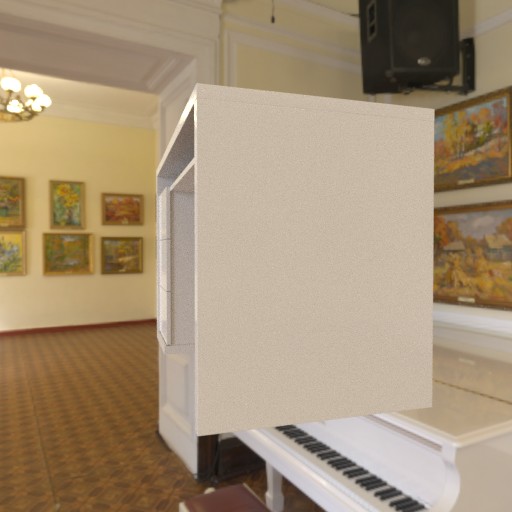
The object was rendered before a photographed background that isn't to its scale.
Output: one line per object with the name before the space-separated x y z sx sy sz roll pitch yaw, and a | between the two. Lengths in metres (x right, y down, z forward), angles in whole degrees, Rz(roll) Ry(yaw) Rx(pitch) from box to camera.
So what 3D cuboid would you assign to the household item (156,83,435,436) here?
household item | 0.000 0.000 1.551 0.597 0.749 1.100 0 1 -17
